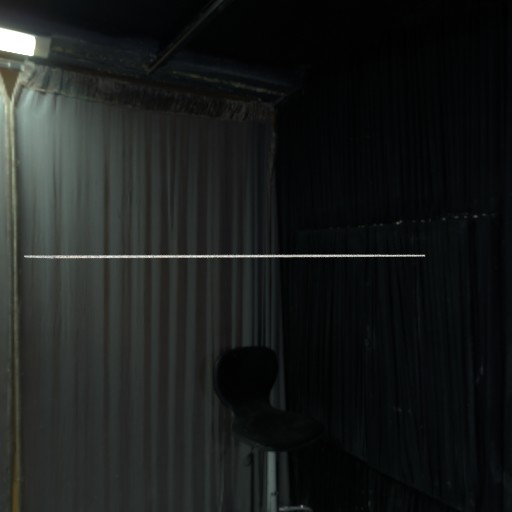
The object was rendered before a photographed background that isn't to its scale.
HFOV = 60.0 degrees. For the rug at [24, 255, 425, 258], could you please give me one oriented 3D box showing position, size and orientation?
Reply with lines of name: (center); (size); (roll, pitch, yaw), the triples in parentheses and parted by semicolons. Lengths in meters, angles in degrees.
rug: (0.000, 0.000, 2.529); (2.277, 0.008, 0.676); (0, 0, -36)
